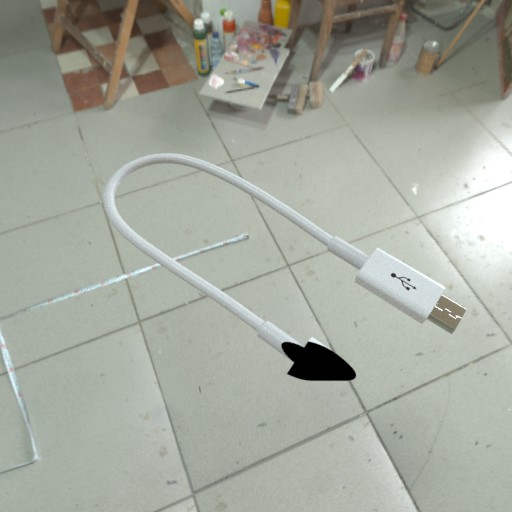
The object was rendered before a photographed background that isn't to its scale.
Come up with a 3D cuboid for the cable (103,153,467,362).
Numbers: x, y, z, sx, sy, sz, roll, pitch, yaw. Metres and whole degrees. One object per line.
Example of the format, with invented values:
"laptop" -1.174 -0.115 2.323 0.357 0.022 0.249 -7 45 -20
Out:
"cable" 0.000 0.000 0.114 0.098 0.006 0.040 33 65 18
